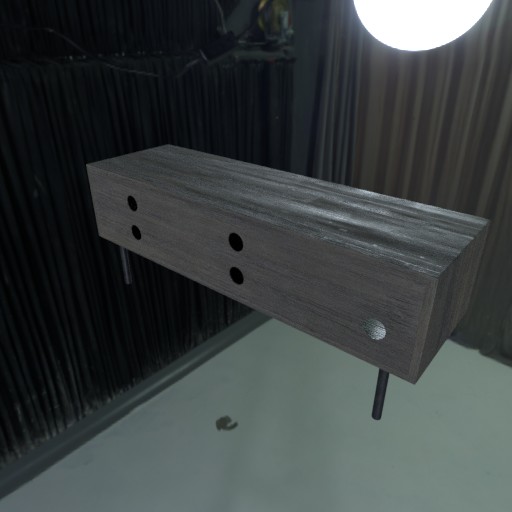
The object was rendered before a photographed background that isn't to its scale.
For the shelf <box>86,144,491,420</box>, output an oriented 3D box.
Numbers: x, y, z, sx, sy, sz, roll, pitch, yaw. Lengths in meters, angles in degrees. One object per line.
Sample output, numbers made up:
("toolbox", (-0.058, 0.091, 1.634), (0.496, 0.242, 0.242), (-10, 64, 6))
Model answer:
("shelf", (0.000, 0.000, 1.524), (1.300, 0.495, 0.400), (21, 34, 34))
